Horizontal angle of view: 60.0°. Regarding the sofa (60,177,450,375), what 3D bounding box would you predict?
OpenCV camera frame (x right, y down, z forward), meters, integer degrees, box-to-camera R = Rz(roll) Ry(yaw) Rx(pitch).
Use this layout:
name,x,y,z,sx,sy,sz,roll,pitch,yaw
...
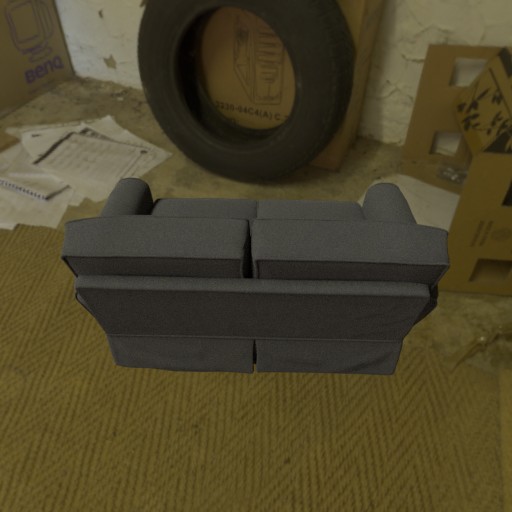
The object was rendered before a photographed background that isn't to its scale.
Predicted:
name,x,y,z,sx,sy,sz,roll,pitch,yaw
sofa,0.000,0.000,2.460,1.801,1.059,0.997,1,45,1
